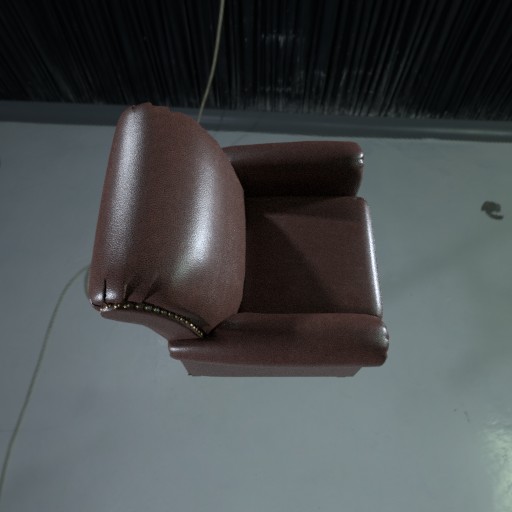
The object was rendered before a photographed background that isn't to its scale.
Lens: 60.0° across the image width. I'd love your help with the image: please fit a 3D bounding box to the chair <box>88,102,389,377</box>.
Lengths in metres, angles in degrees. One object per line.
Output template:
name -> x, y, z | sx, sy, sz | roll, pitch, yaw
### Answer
chair -> 0.000, 0.000, 1.623 | 0.890, 0.927, 0.854 | 0, 64, 0
